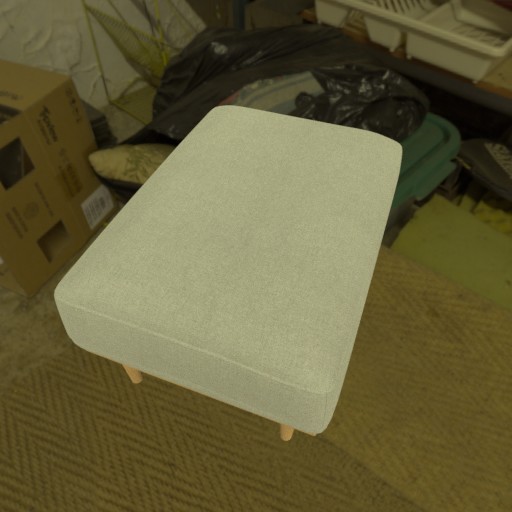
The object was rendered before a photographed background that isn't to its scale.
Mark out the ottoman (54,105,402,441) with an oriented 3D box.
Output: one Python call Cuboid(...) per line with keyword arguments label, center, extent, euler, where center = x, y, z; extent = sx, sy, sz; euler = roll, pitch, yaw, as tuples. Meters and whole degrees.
Cuboid(label="ottoman", center=(0.000, 0.000, 1.077), extent=(0.549, 0.428, 0.749), euler=(16, 49, 14))
